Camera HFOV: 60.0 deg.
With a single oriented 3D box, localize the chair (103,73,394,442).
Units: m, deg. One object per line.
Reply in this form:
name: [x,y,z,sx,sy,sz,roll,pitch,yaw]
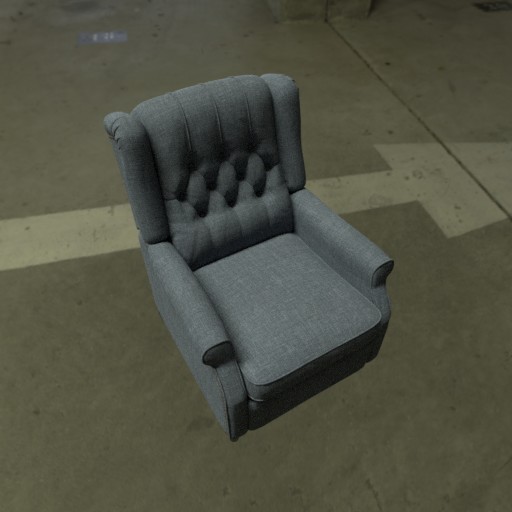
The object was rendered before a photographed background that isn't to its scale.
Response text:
chair: [0.000,0.000,1.638,0.742,1.035,0.898,-23,50,-21]
